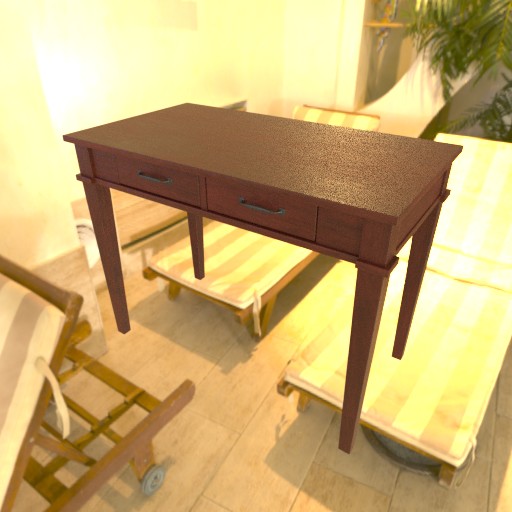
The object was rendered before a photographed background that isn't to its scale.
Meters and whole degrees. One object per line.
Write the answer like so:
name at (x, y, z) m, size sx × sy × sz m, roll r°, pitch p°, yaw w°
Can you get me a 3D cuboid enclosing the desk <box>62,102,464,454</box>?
desk at (0.000, 0.000, 1.447) m, size 1.001 × 0.762 × 0.549 m, roll 19°, pitch 35°, yaw 29°
